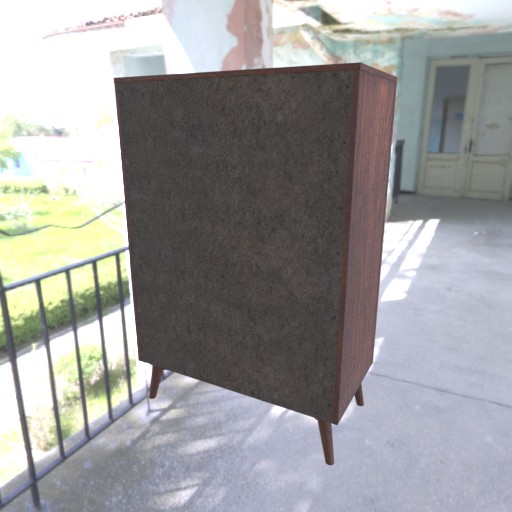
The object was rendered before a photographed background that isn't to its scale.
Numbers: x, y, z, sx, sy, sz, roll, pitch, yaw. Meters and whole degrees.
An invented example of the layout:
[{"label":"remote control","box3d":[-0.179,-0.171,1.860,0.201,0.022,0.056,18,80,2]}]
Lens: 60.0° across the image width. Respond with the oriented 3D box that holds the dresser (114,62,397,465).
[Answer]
[{"label":"dresser","box3d":[0.000,0.000,1.822,0.919,1.365,0.498,9,19,27]}]
